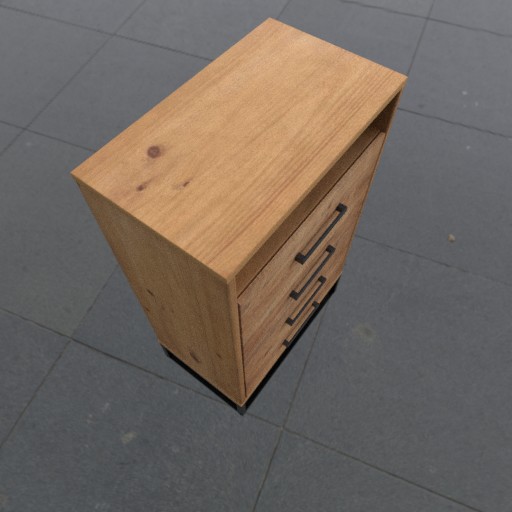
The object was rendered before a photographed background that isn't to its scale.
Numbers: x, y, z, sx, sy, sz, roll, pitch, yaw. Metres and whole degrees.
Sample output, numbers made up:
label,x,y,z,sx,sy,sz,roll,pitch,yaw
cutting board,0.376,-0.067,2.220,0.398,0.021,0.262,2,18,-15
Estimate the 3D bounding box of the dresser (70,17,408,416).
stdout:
label,x,y,z,sx,sy,sz,roll,pitch,yaw
dresser,0.000,0.000,1.601,0.479,1.240,0.761,33,64,18
